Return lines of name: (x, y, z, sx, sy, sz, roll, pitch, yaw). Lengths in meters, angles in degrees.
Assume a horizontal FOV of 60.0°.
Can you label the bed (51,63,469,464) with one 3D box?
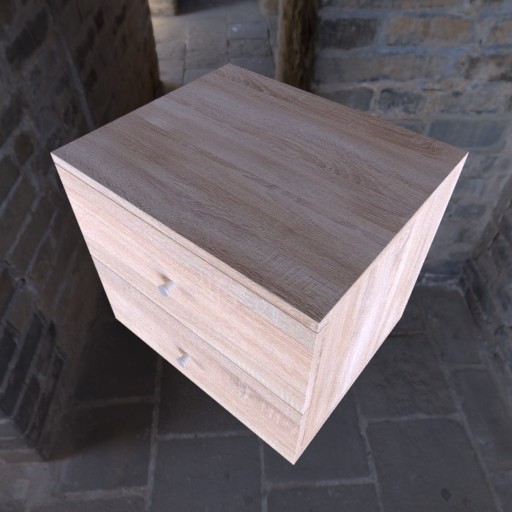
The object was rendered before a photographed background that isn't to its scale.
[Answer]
bed: (0.000, 0.000, 0.781, 0.460, 0.420, 0.401, 31, 54, 26)
